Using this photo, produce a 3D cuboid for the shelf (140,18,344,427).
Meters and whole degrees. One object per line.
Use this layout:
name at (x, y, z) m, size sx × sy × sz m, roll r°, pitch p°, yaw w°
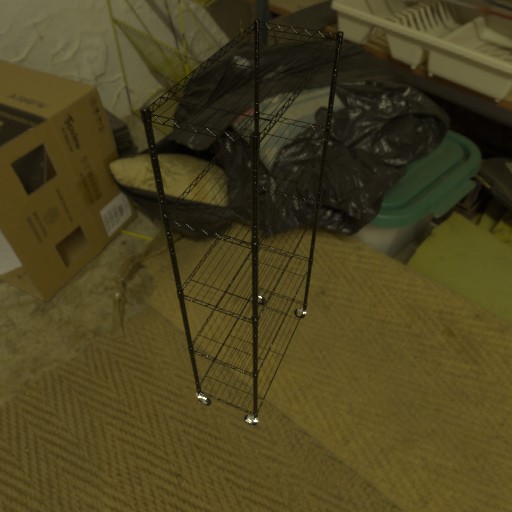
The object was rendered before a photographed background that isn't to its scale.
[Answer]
shelf at (0.000, 0.000, 1.919) m, size 0.356 × 1.645 × 0.762 m, roll 18°, pitch 48°, yaw 16°
